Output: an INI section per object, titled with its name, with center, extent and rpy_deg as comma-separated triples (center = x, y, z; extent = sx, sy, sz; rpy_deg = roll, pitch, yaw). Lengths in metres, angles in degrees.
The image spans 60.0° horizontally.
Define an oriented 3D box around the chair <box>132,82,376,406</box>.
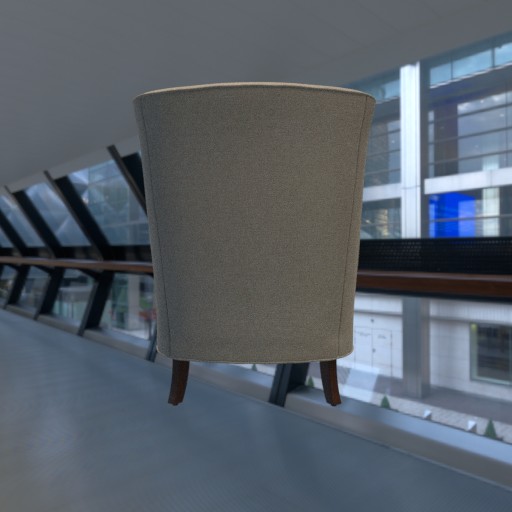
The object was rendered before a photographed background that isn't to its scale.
[chair]
center = 0.000, 0.000, 1.752
extent = 0.838, 1.040, 0.966
rpy_deg = 0, -1, 1
